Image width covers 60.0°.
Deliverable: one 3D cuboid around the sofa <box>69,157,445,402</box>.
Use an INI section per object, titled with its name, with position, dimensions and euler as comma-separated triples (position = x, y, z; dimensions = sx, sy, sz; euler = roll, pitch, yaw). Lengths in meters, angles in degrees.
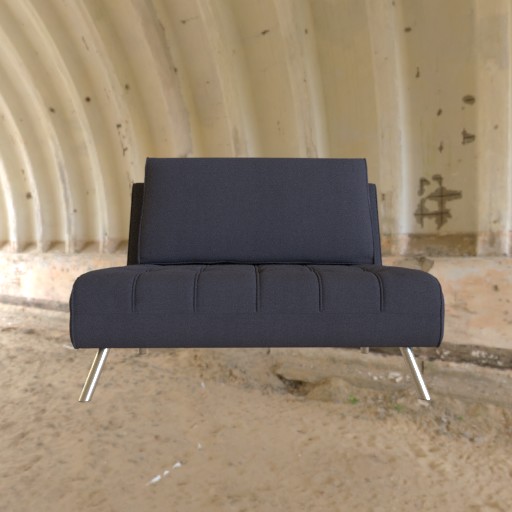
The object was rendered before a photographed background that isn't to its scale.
[sofa]
position = 0.000, 0.000, 1.852
dimensions = 1.220, 0.910, 0.910
euler = 0, 1, -1
